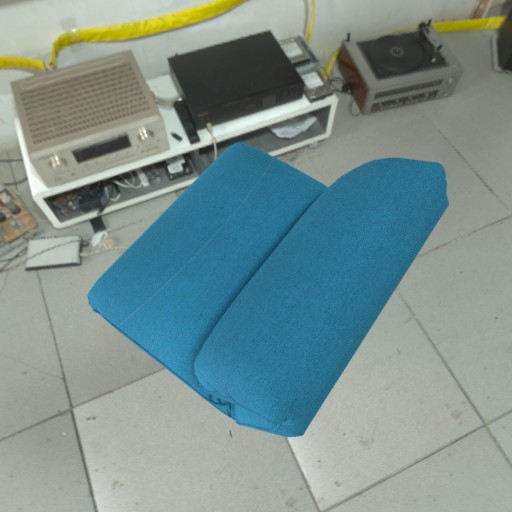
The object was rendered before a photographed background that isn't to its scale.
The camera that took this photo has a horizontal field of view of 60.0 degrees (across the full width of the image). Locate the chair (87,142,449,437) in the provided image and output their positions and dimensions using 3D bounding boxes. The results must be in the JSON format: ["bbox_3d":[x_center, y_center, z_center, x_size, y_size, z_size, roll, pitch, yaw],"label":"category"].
[{"bbox_3d":[0.000,0.000,1.343,0.780,0.580,0.820,33,67,16],"label":"chair"}]
